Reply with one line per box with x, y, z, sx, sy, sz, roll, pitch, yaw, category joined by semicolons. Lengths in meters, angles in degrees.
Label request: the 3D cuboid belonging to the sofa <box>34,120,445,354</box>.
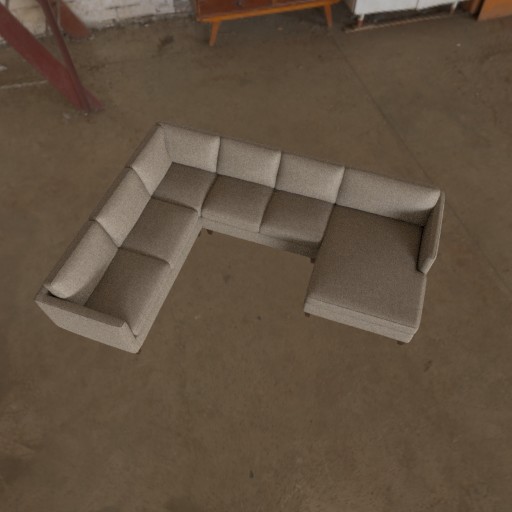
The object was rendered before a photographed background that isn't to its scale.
0.000;0.000;4.518;3.403;0.889;2.551;16;58;10;sofa
